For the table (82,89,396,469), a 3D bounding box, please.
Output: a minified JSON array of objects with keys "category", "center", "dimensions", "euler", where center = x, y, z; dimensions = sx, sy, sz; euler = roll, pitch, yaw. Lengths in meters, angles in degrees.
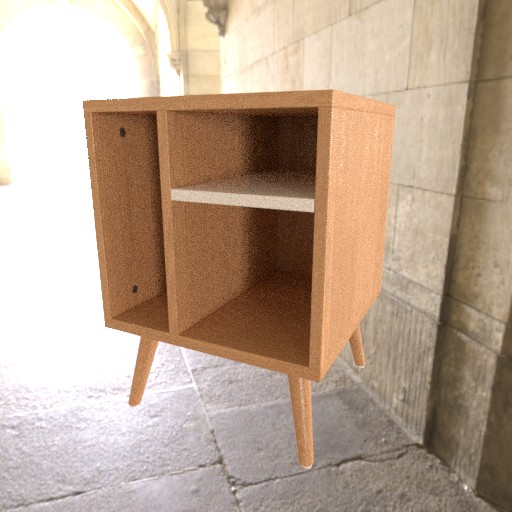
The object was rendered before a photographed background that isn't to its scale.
[{"category":"table","center":[0.000,0.000,0.841],"dimensions":[0.400,0.550,0.400],"euler":[8,18,26]}]
